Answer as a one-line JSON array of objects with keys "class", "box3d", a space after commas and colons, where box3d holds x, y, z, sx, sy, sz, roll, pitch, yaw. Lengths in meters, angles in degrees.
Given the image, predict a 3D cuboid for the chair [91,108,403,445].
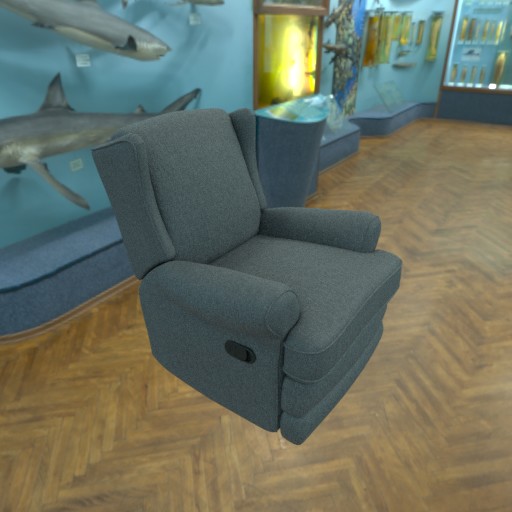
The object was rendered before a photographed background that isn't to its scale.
[{"class": "chair", "box3d": [0.000, 0.000, 1.735, 0.969, 1.011, 0.847, 18, 33, 31]}]
